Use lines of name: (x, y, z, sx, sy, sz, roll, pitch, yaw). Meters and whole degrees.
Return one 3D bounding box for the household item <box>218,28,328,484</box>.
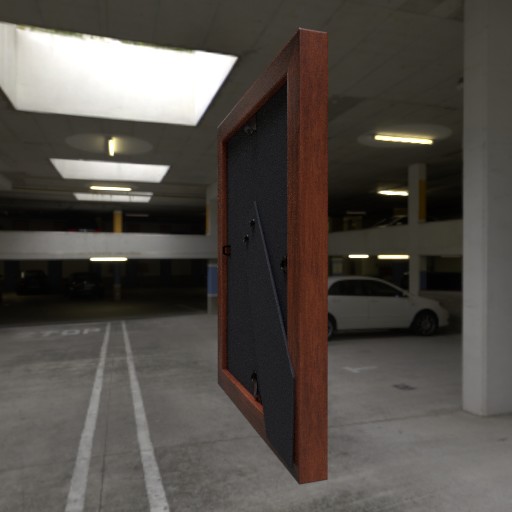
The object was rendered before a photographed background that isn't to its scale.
household item: (0.000, 0.000, 0.340, 0.020, 0.250, 0.200, 0, 0, -18)
